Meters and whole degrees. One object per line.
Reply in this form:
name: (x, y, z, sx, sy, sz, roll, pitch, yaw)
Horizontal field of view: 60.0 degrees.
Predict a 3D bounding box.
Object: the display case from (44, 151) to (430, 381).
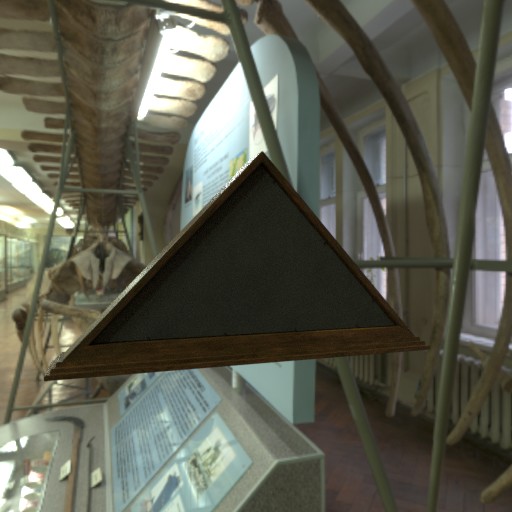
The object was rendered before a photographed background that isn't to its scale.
display case: (0.000, 0.000, 0.749, 0.640, 0.340, 0.095, 0, 0, -19)
